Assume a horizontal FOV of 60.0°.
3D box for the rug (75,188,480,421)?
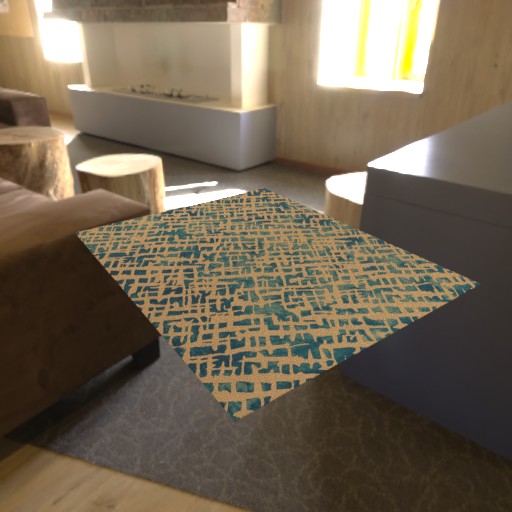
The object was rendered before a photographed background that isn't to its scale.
[{"bbox_3d":[0.000,0.000,4.111,2.435,0.007,3.007,-18,33,-31],"label":"rug"}]
